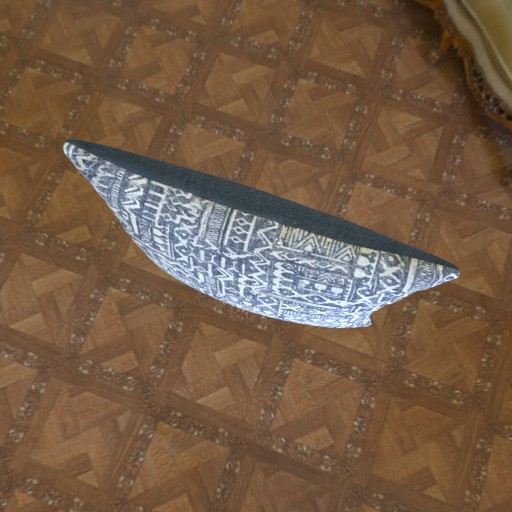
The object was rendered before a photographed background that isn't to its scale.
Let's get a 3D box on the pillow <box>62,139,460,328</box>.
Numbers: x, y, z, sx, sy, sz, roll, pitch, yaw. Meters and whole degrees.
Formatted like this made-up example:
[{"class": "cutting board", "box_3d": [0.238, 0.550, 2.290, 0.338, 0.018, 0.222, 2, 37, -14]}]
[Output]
[{"class": "pillow", "box_3d": [0.000, 0.000, 0.791, 0.546, 0.487, 0.180, 19, 75, 5]}]
